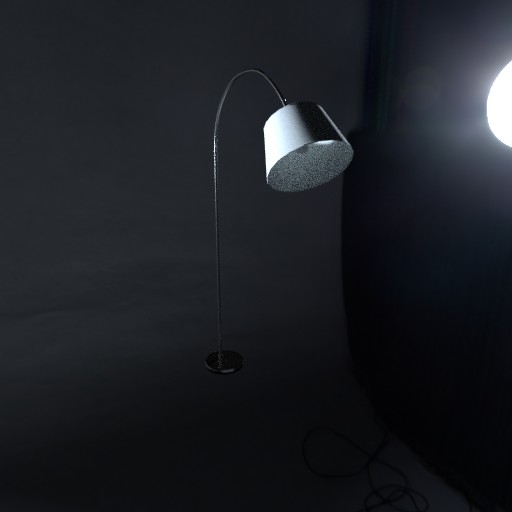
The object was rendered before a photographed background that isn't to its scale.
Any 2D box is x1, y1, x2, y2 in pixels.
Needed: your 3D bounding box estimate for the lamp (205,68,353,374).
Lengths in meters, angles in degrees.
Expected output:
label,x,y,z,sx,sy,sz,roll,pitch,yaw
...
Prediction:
label,x,y,z,sx,sy,sz,roll,pitch,yaw
lamp,0.000,0.000,2.663,0.406,2.098,1.445,-8,19,-24
